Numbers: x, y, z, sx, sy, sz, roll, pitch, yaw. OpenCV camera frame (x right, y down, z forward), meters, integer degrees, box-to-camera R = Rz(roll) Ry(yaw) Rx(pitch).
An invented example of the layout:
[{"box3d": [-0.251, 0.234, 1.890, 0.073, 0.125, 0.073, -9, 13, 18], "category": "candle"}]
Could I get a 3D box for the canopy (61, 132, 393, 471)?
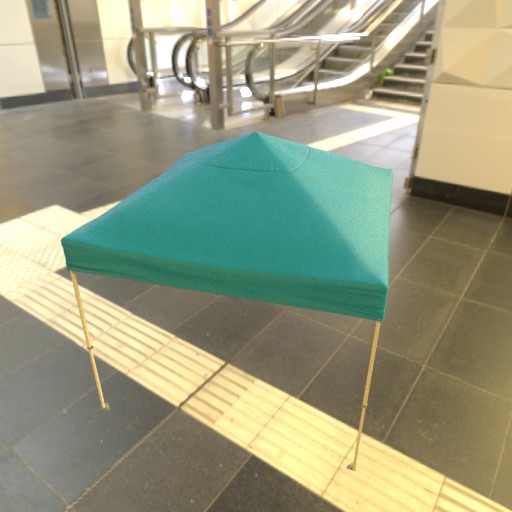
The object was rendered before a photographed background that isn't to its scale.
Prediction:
[{"box3d": [0.000, 0.000, 5.401, 2.998, 2.997, 2.996, 8, 30, 14], "category": "canopy"}]
